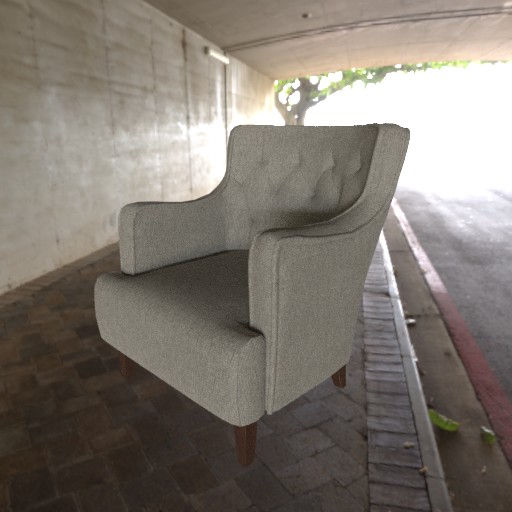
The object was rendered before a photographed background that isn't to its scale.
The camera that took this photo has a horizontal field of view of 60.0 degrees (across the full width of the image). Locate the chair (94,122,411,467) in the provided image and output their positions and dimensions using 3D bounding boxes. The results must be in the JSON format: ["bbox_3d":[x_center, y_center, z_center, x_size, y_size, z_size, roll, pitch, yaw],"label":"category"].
[{"bbox_3d":[0.000,0.000,1.575,0.820,0.920,0.910,15,22,43],"label":"chair"}]
